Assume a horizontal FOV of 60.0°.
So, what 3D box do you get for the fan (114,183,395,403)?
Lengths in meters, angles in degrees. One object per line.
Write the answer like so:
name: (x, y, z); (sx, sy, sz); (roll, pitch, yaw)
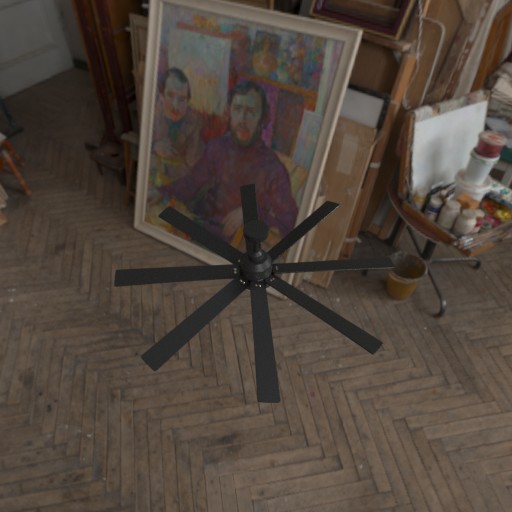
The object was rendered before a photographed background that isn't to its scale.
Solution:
fan: (0.000, 0.000, 2.816); (1.830, 0.472, 1.830); (-3, 46, -3)
